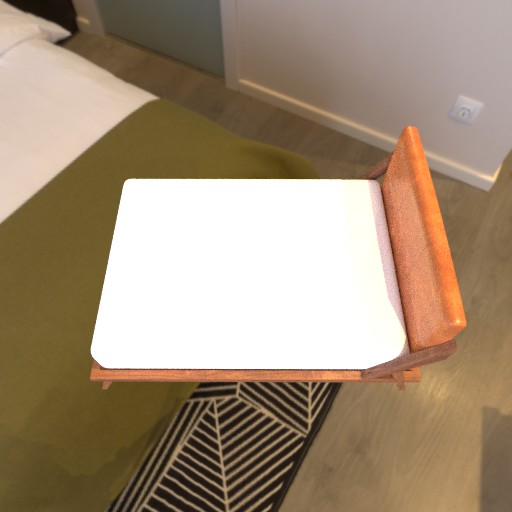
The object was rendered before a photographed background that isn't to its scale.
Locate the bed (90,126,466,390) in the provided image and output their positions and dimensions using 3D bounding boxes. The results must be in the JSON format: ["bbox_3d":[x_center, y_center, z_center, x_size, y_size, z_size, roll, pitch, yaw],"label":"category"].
[{"bbox_3d":[0.000,0.000,3.256,2.311,1.168,1.651,0,59,0],"label":"bed"}]
